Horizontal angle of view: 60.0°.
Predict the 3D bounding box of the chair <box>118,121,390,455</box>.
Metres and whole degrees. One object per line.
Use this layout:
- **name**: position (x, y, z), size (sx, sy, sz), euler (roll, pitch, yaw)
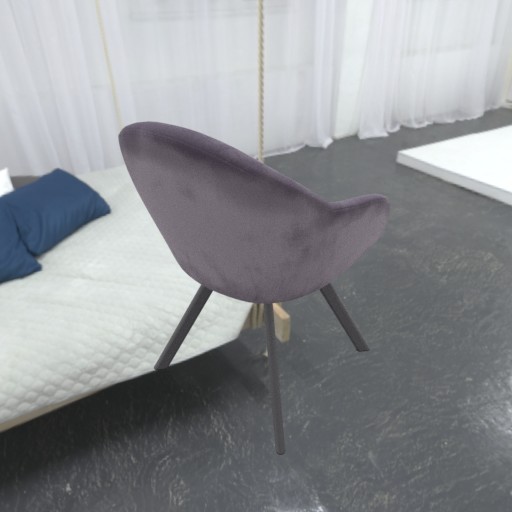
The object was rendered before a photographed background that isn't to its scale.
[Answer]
- **chair**: position (0.000, 0.000, 1.176), size (0.550, 0.795, 0.590), euler (22, 37, 32)
